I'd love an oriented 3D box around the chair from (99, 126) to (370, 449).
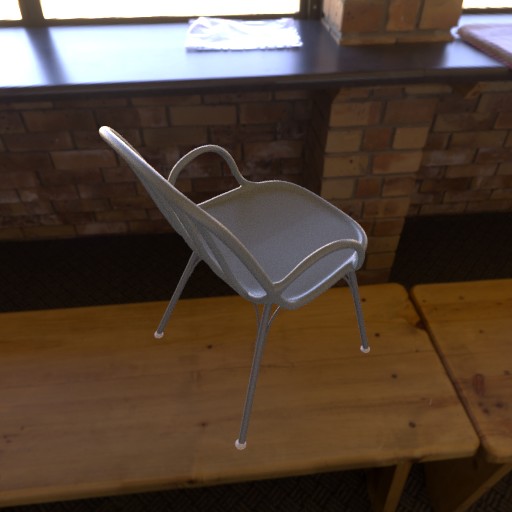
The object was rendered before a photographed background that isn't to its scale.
[{"bbox_3d":[0.000,0.000,1.218,0.597,0.816,0.549,-27,48,-27],"label":"chair"}]
